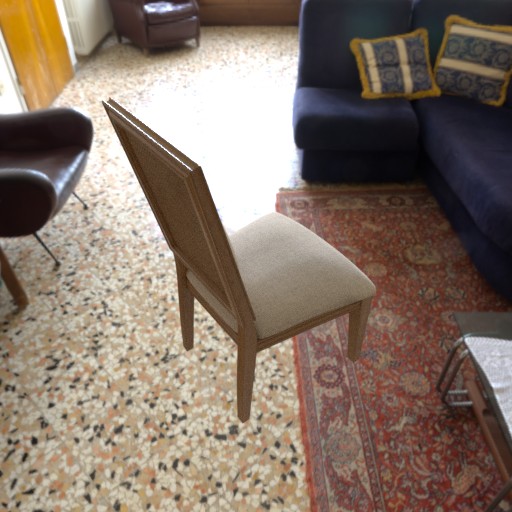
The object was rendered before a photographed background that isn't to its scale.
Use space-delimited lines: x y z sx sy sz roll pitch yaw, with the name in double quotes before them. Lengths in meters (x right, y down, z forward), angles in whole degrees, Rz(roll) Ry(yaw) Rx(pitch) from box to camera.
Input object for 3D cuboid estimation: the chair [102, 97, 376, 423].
"chair" 0.000 0.000 1.370 0.601 0.988 0.536 -26 47 -27
